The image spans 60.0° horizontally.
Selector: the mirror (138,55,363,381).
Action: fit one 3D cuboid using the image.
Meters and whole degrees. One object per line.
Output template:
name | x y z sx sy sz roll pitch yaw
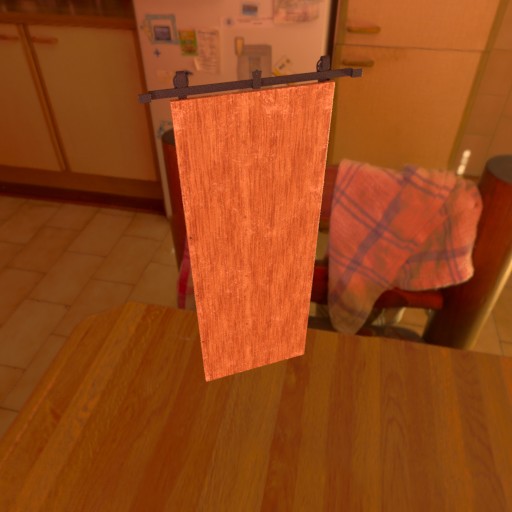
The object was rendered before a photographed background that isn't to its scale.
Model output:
mirror | 0.000 0.000 2.148 0.847 1.793 0.042 -12 42 -14
